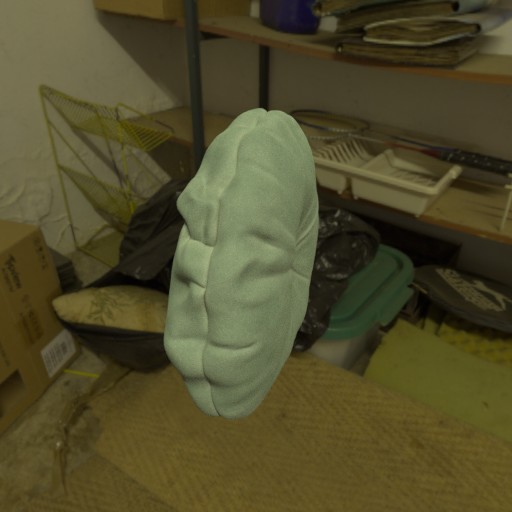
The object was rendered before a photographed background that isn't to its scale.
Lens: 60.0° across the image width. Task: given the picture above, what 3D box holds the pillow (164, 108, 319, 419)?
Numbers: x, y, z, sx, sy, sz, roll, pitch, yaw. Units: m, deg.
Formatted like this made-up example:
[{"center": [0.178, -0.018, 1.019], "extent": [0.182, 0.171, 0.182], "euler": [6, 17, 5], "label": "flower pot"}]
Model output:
[{"center": [0.000, 0.000, 0.648], "extent": [0.148, 0.407, 0.428], "euler": [8, 31, 13], "label": "pillow"}]
